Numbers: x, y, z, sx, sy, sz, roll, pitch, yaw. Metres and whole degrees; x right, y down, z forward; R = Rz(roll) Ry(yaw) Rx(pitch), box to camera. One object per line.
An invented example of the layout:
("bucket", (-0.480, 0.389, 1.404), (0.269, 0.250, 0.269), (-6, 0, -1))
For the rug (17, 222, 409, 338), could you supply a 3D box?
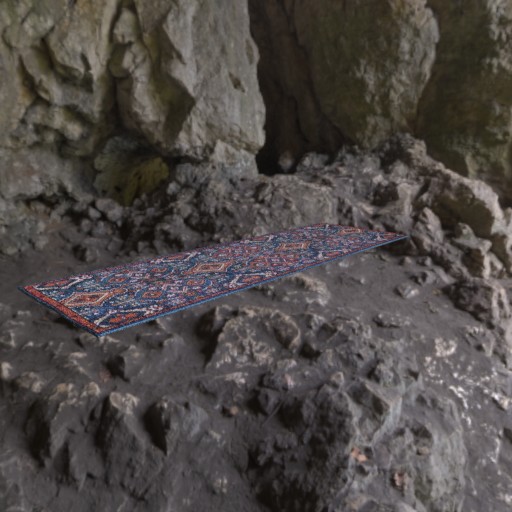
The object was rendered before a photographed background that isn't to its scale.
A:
("rug", (0.000, 0.000, 2.688), (0.801, 0.010, 2.459), (13, 19, 42))
